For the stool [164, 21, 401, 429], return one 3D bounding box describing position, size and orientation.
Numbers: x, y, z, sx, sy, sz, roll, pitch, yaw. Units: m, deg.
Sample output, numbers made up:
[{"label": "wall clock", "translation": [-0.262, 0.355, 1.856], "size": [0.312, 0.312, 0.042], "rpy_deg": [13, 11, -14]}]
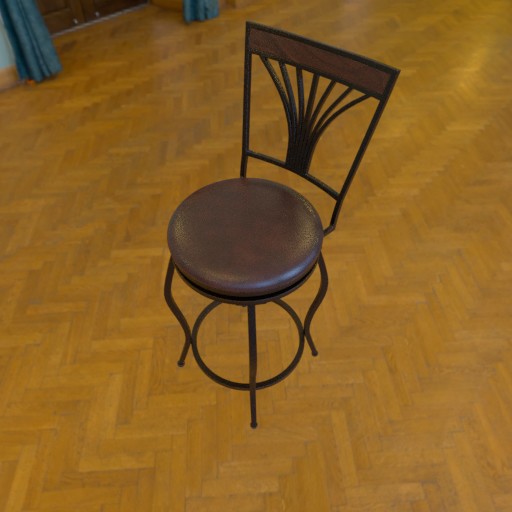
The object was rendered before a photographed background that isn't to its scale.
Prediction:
[{"label": "stool", "translation": [0.000, 0.000, 1.341], "size": [0.433, 1.117, 0.514], "rpy_deg": [32, 55, 26]}]
